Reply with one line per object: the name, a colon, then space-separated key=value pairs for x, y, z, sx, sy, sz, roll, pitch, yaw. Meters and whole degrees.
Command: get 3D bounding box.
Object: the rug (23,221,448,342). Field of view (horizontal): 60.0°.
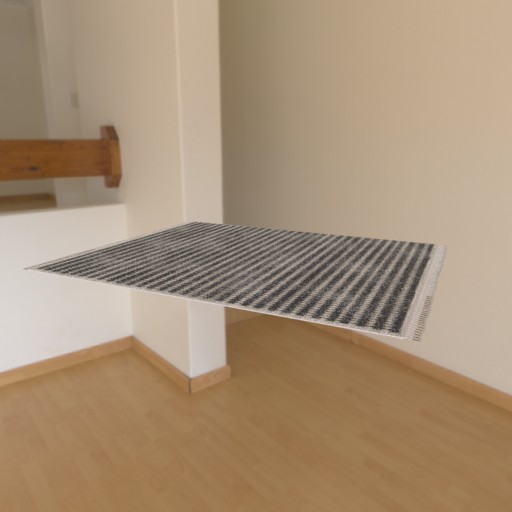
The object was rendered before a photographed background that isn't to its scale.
rug: x=0.000 y=0.000 z=3.779 sx=2.910 sy=0.013 sz=2.256 roll=7 pitch=16 yaw=25
